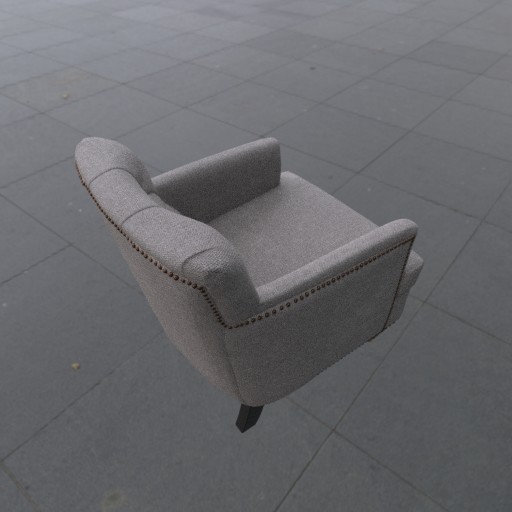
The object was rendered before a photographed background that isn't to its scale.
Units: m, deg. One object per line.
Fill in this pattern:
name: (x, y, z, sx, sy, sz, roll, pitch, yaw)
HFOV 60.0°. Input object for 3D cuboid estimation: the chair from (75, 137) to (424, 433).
chair: (0.000, 0.000, 1.497, 0.902, 0.823, 0.737, -26, 47, -26)
